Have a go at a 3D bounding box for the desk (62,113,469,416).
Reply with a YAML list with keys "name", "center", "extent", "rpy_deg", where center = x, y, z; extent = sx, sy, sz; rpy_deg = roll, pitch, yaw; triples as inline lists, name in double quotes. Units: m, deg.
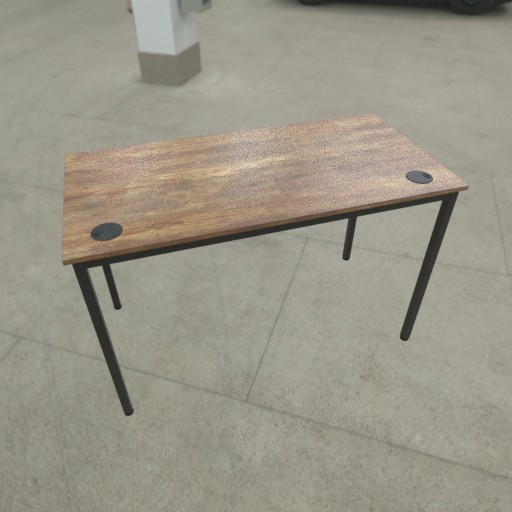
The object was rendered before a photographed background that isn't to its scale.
- name: "desk"
  center: [0.000, 0.000, 1.693]
  extent: [1.200, 0.749, 0.600]
  rpy_deg: [-11, 41, -13]
